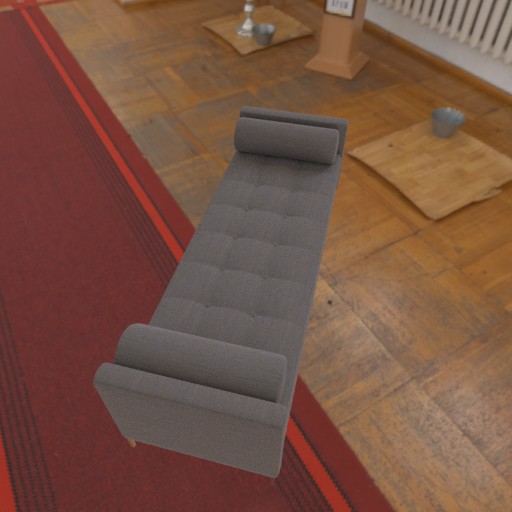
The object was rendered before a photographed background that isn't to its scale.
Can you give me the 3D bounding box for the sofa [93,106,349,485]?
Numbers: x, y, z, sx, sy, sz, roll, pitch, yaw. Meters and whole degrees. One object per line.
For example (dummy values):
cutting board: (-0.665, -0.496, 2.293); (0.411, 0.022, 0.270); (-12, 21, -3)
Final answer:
sofa: (0.000, 0.000, 2.348); (0.686, 0.635, 1.981); (10, 48, 10)
